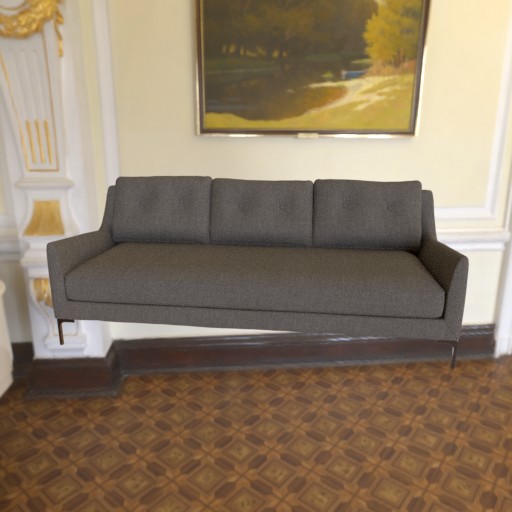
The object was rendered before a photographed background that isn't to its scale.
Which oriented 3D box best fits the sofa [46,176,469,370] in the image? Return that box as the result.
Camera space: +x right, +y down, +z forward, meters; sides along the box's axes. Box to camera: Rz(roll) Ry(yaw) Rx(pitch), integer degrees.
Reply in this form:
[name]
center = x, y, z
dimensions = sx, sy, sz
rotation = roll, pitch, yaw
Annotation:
[sofa]
center = 0.000, 0.000, 2.520
dimensions = 2.060, 0.837, 0.849
rotation = 2, 15, 7
